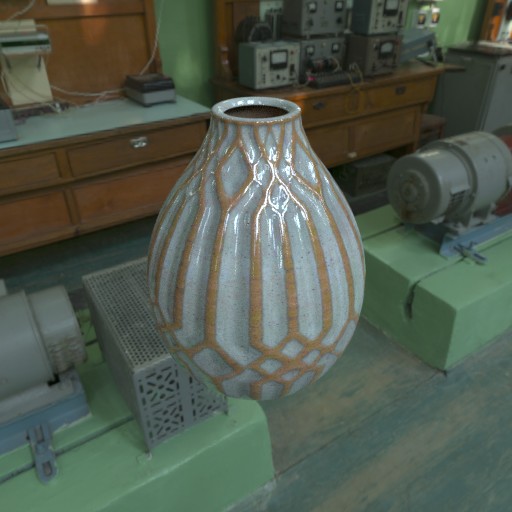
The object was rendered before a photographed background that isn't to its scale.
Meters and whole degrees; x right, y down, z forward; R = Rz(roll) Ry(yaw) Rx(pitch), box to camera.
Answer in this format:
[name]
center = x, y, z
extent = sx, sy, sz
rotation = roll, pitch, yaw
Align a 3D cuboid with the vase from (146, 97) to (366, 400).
[vase]
center = 0.000, 0.000, 0.265
extent = 0.131, 0.175, 0.131
rotation = 0, 33, 0
